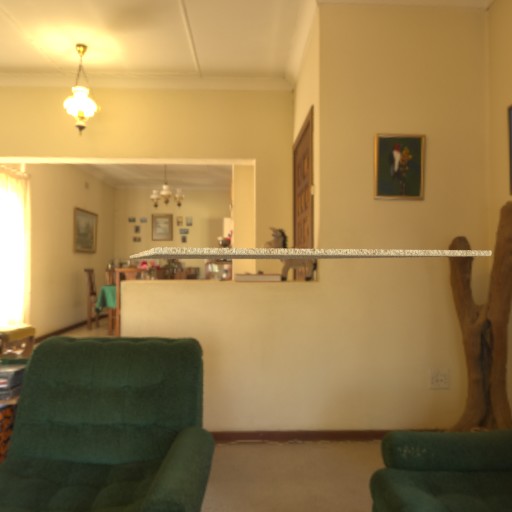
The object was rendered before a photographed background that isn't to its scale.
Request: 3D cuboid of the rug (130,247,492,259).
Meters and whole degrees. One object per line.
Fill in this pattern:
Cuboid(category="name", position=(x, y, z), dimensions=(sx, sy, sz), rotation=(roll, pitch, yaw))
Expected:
Cuboid(category="rug", position=(0.000, 0.000, 2.878), dimensions=(1.500, 0.025, 2.349), rotation=(0, -1, -18))
